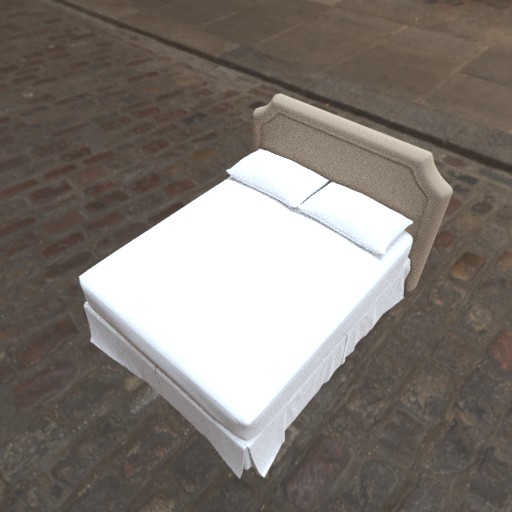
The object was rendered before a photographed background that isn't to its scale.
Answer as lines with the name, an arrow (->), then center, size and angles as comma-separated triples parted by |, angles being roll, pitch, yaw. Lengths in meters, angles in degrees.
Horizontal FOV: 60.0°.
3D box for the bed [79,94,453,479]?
bed -> 0.000, 0.000, 3.271 | 1.828, 1.301, 2.204 | 32, 54, 27
